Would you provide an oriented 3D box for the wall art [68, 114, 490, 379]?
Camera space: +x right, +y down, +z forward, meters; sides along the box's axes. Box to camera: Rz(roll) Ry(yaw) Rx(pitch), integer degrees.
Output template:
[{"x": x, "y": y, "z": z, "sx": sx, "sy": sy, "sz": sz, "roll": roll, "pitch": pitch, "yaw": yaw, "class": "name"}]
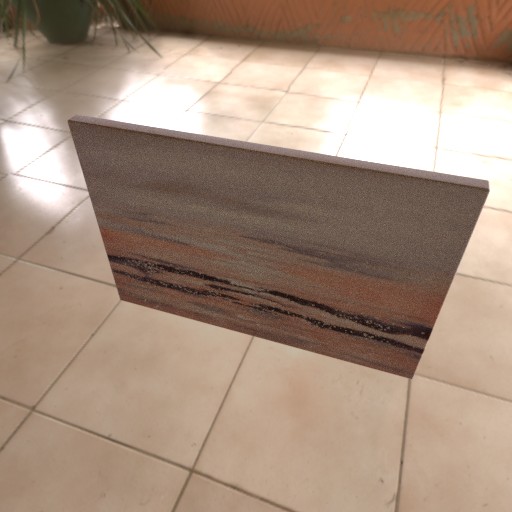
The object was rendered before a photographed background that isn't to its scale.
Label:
[{"x": 0.000, "y": 0.000, "z": 1.130, "sx": 0.913, "sy": 0.609, "sz": 0.038, "roll": 13, "pitch": 43, "yaw": 14, "class": "wall art"}]
